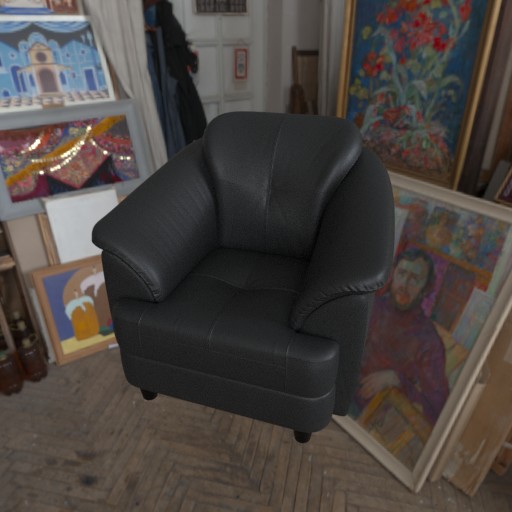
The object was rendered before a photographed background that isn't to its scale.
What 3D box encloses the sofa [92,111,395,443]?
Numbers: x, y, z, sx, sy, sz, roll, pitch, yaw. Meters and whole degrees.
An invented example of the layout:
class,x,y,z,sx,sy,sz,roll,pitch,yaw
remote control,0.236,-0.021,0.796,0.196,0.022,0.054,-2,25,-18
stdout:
class,x,y,z,sx,sy,sz,roll,pitch,yaw
sofa,0.000,0.000,1.486,0.870,0.811,0.794,9,29,17
